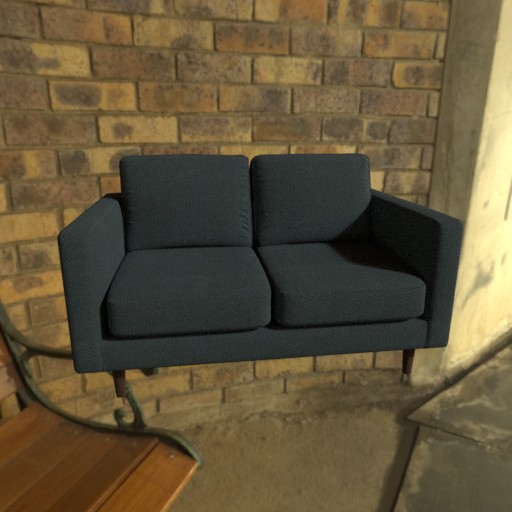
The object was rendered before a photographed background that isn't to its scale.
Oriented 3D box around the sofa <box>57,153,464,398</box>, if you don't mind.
[{"bbox_3d":[0.000,0.000,2.120,1.518,0.930,0.999,-2,17,-8],"label":"sofa"}]
